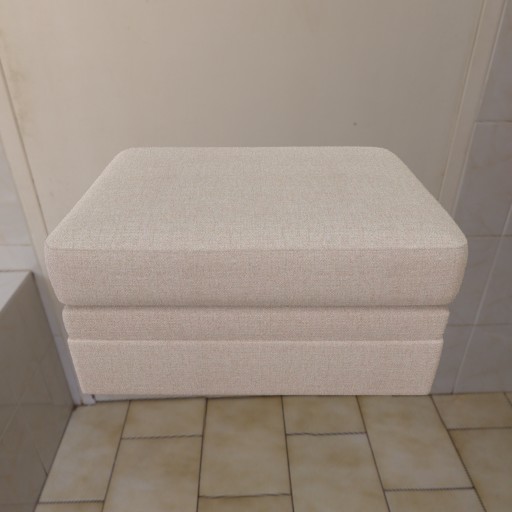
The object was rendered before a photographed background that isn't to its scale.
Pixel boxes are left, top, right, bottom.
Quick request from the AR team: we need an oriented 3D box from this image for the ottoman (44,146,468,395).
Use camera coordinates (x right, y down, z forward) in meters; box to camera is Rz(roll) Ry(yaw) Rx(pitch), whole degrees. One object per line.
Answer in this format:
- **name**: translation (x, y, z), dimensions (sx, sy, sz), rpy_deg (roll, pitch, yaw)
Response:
- **ottoman**: translation (0.000, 0.000, 1.220), dimensions (0.885, 0.478, 0.637), rpy_deg (0, 31, 0)
